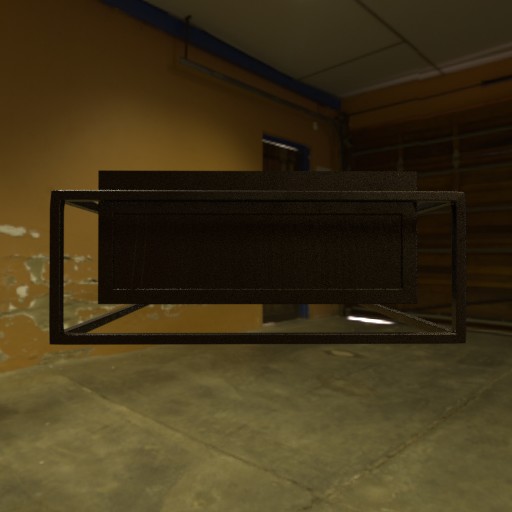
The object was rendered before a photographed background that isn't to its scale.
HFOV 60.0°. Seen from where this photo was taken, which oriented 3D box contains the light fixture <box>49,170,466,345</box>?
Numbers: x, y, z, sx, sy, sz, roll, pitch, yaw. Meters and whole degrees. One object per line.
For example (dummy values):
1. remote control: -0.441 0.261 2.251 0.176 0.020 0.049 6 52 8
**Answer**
1. light fixture: 0.000 0.000 0.690 0.441 0.191 0.441 0 -1 -1
